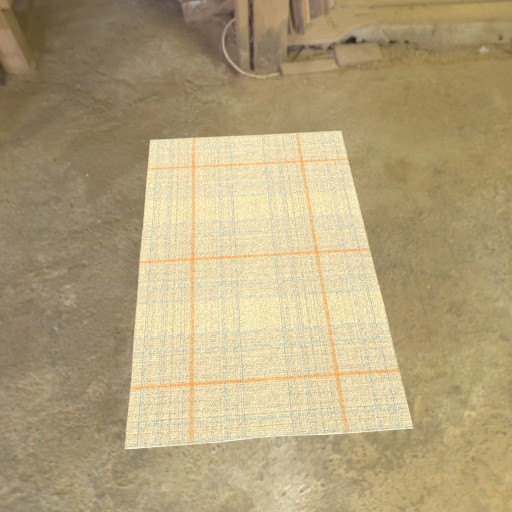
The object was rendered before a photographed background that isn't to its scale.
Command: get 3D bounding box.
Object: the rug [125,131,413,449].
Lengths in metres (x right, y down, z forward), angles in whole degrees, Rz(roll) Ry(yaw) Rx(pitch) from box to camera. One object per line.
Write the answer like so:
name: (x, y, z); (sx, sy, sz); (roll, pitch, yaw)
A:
rug: (0.000, 0.000, 2.357); (1.232, 0.015, 1.825); (-3, 58, -2)
